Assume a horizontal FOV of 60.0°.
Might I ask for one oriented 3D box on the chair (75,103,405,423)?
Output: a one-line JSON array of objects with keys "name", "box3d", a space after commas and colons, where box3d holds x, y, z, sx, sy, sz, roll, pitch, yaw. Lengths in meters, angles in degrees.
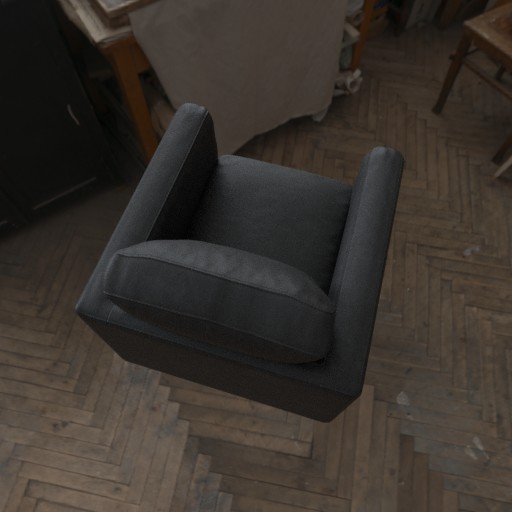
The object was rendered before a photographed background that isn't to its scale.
[{"name": "chair", "box3d": [0.000, 0.000, 1.573, 0.831, 0.898, 0.879, 15, 64, 8]}]
